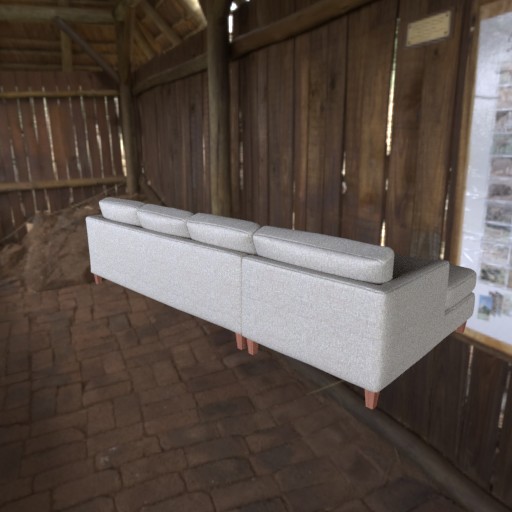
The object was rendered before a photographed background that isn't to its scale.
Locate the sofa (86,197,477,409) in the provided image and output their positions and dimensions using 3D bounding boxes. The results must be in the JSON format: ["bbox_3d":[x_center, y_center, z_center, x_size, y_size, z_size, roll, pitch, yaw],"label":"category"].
[{"bbox_3d":[0.000,0.000,3.799,3.201,0.876,1.502,14,20,42],"label":"sofa"}]
